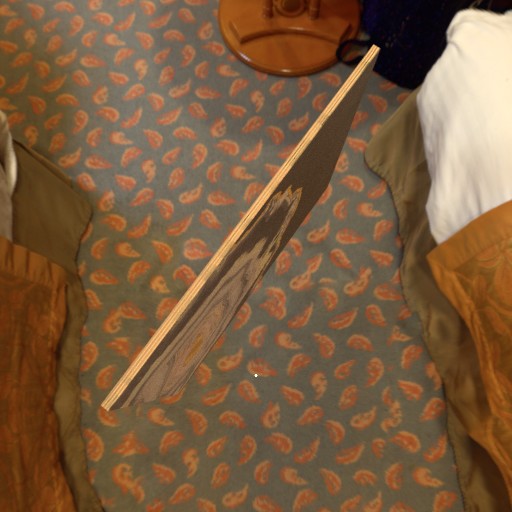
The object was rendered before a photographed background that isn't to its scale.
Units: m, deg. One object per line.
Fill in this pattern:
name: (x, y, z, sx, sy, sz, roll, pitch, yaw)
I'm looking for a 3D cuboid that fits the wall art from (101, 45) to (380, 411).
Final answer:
wall art: (0.000, 0.000, 0.679, 0.010, 0.408, 0.508, 34, 78, 9)
